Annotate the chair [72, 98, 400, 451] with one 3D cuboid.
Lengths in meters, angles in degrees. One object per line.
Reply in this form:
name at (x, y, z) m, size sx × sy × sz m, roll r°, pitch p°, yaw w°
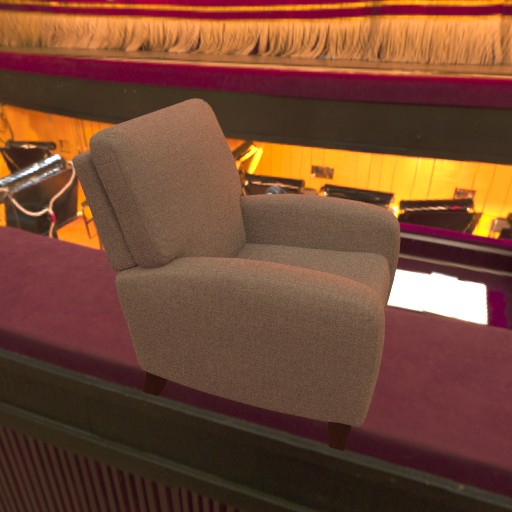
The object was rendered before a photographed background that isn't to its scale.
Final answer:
chair at (0.000, 0.000, 1.635) m, size 0.990 × 0.990 × 0.762 m, roll 10°, pitch 30°, yaw 17°
